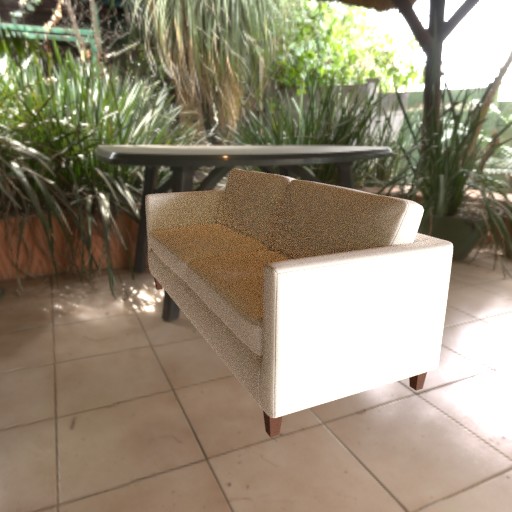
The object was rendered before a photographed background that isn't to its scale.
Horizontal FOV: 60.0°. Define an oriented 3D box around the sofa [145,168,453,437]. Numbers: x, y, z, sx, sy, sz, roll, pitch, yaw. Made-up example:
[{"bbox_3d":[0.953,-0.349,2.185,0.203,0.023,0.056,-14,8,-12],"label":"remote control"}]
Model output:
[{"bbox_3d":[0.000,0.000,2.714,0.924,0.933,2.139,-7,17,-24],"label":"sofa"}]
